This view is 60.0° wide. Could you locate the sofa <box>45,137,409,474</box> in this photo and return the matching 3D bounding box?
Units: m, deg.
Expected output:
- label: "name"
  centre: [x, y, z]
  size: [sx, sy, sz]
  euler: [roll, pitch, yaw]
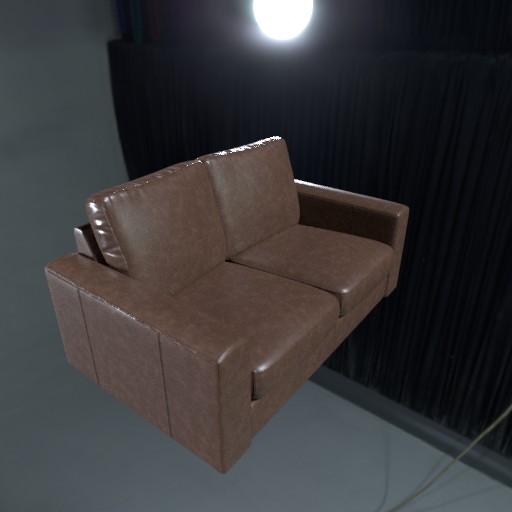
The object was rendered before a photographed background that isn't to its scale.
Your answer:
- label: "sofa"
  centre: [0.000, 0.000, 2.202]
  size: [1.016, 0.873, 1.616]
  euler: [20, 34, 32]
